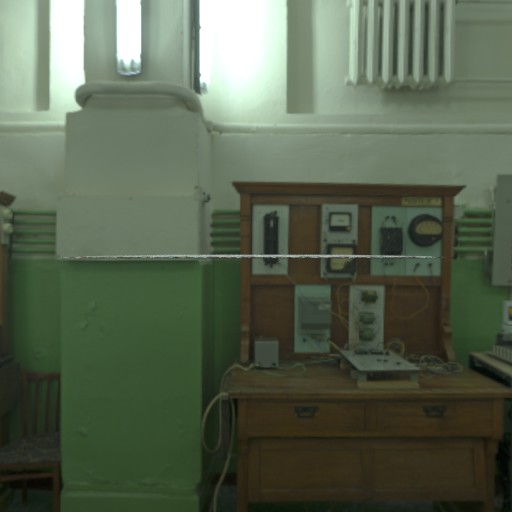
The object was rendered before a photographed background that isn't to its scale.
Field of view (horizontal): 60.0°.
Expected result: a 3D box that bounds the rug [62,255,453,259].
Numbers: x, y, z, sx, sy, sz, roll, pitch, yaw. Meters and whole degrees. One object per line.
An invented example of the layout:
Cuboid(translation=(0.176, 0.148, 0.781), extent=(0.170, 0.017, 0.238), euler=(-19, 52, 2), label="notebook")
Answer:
Cuboid(translation=(0.000, 0.000, 2.270), extent=(1.219, 0.008, 1.829), euler=(0, 0, 0), label="rug")
